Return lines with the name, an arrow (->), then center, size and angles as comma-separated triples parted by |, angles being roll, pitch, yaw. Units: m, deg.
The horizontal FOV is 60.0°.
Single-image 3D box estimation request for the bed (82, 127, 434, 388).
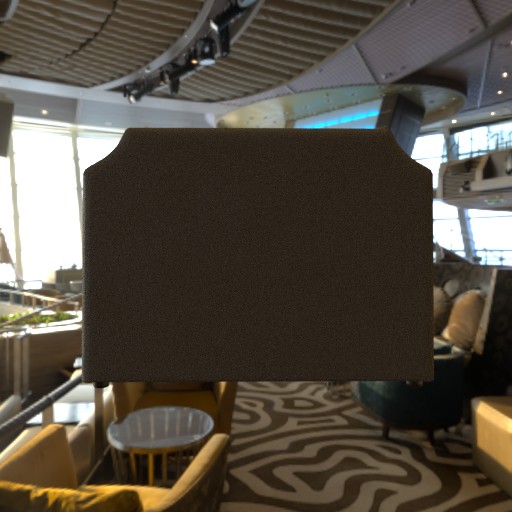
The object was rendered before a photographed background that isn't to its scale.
bed -> 0.000, 0.000, 3.876 | 2.194, 1.561, 2.536 | 0, 1, -1
